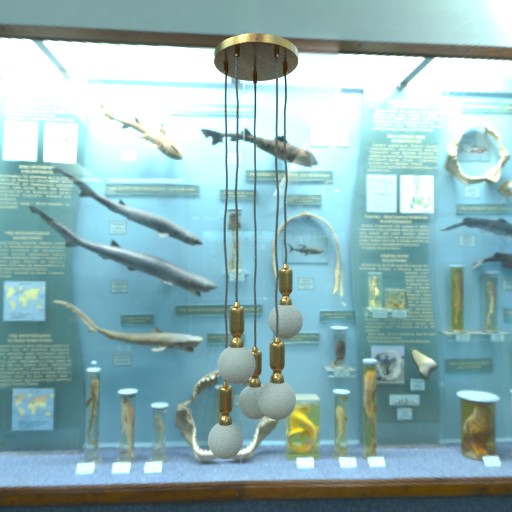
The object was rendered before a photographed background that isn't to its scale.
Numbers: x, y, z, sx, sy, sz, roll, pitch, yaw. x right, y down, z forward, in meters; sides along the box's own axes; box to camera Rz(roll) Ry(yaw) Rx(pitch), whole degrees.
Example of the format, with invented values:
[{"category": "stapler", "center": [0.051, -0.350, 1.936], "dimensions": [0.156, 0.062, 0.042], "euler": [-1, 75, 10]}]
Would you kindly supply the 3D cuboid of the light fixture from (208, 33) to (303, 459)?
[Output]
[{"category": "light fixture", "center": [0.000, 0.000, 0.502], "dimensions": [0.108, 0.457, 0.105], "euler": [0, -2, -2]}]
